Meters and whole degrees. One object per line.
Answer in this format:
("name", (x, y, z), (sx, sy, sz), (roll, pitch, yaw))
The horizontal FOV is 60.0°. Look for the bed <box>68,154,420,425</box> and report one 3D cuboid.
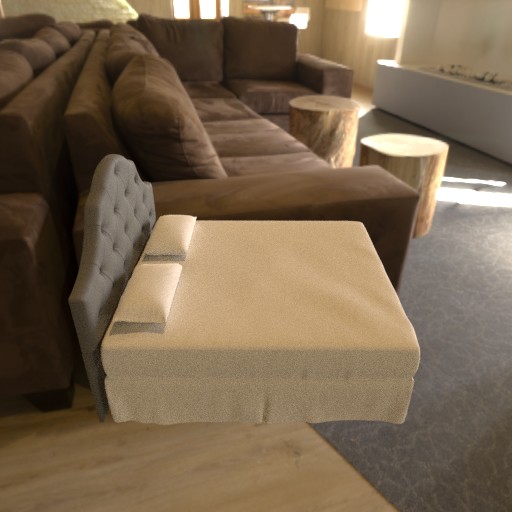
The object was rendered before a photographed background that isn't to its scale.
("bed", (0.000, 0.000, 3.584), (2.214, 1.615, 2.008), (0, 30, 0))
